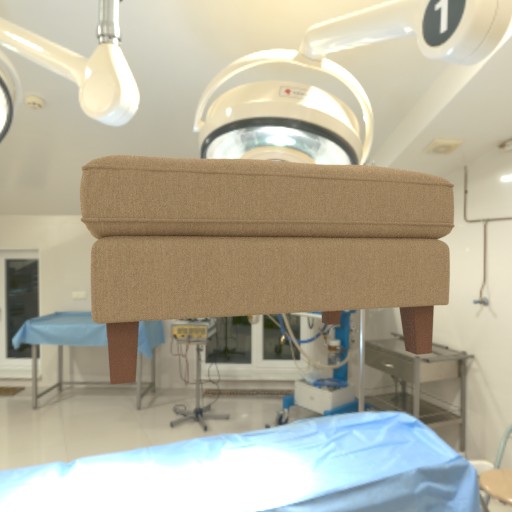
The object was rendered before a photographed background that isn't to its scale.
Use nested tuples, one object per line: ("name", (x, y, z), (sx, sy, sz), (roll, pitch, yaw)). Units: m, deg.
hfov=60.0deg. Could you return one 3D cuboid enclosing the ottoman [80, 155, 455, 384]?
("ottoman", (0.000, 0.000, 1.309), (0.945, 0.521, 0.636), (0, 1, -19))
